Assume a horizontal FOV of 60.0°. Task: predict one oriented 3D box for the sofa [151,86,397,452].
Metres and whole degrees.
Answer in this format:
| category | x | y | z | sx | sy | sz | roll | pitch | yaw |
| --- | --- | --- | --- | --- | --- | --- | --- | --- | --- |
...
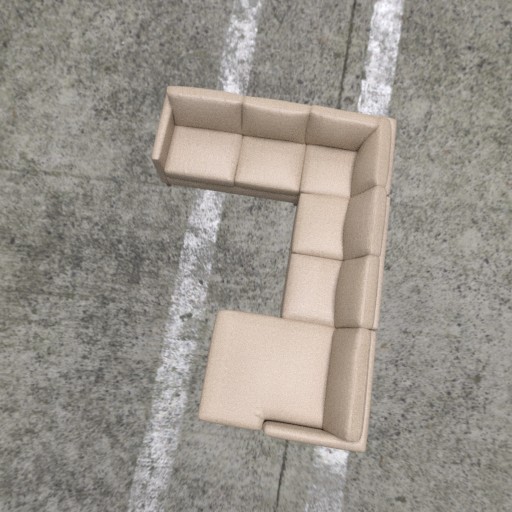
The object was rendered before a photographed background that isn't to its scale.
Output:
| category | x | y | z | sx | sy | sz | roll | pitch | yaw |
| --- | --- | --- | --- | --- | --- | --- | --- | --- | --- |
| sofa | 0.000 | 0.000 | 4.699 | 2.594 | 0.961 | 3.460 | 9 | 75 | 2 |
